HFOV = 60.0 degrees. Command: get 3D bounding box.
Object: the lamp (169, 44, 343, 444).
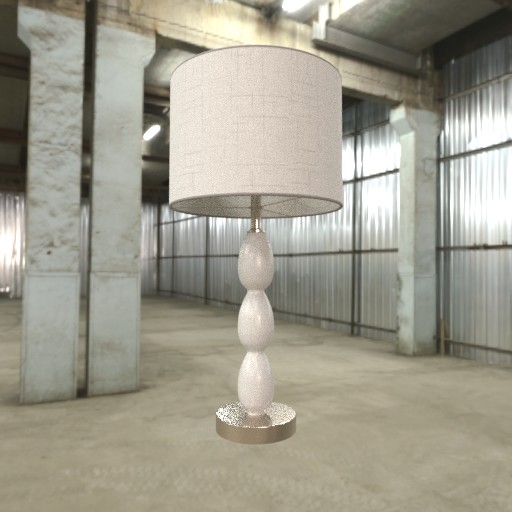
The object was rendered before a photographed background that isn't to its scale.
[{"bbox_3d":[0.000,0.000,0.725,0.280,0.559,0.282,0,-2,0],"label":"lamp"}]
